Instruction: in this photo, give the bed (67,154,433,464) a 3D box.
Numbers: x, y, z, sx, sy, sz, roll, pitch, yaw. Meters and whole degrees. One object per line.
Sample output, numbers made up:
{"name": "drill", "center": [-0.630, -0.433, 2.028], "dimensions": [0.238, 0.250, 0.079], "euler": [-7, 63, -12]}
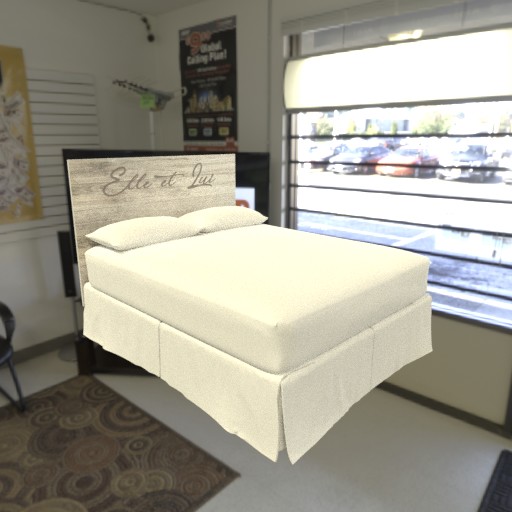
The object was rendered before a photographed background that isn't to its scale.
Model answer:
{"name": "bed", "center": [0.000, 0.000, 3.175], "dimensions": [2.094, 1.335, 1.745], "euler": [14, 21, 43]}
